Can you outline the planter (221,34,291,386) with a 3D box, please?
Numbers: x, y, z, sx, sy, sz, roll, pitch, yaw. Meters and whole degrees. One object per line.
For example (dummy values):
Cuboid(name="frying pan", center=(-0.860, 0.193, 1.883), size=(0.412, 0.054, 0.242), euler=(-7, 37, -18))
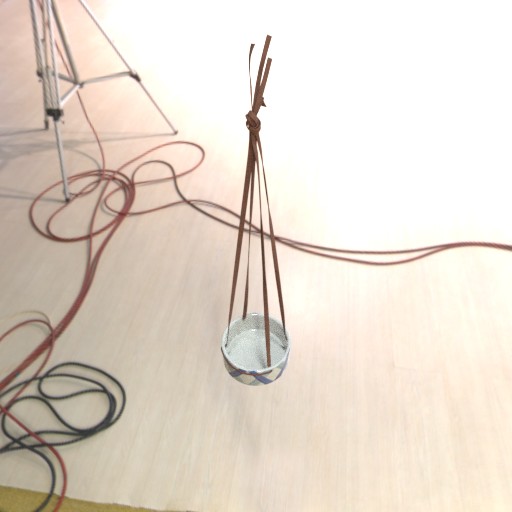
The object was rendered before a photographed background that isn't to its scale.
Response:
Cuboid(name="planter", center=(0.000, 0.000, 0.827), size=(0.166, 0.751, 0.166), euler=(-23, 51, -20))
